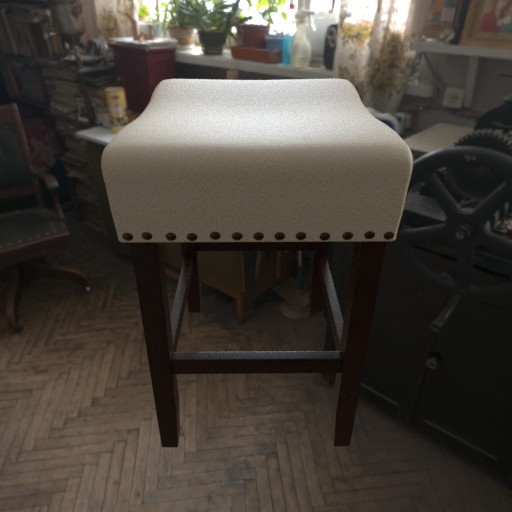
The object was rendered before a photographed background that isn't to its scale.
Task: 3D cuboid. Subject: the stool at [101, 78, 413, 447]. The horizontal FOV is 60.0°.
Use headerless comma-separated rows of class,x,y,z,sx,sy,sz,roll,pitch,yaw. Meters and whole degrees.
stool,0.000,0.000,0.903,0.401,0.609,0.471,0,32,0
